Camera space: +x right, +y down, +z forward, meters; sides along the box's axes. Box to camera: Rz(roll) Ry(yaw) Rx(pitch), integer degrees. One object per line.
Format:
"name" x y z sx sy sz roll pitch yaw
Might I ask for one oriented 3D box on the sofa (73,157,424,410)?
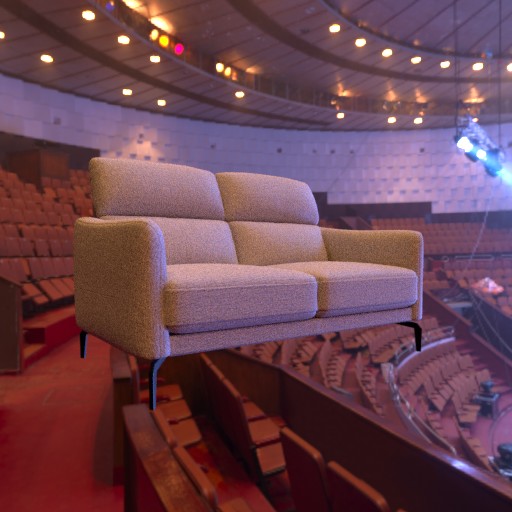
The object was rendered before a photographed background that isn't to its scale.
"sofa" 0.000 0.000 2.132 1.540 0.950 0.905 0 1 -36
